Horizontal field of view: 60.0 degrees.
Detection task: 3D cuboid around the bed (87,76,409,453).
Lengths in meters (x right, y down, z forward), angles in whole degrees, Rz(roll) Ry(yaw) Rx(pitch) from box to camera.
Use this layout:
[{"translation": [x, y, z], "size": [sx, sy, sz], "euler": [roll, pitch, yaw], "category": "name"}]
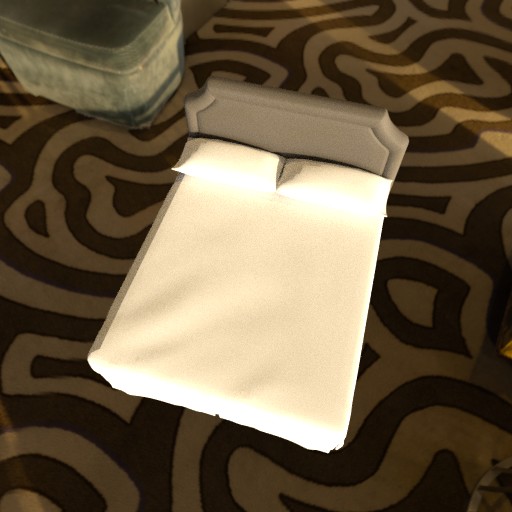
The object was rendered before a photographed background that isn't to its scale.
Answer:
[{"translation": [0.000, 0.000, 3.862], "size": [2.194, 1.561, 2.536], "euler": [14, 59, 8], "category": "bed"}]
